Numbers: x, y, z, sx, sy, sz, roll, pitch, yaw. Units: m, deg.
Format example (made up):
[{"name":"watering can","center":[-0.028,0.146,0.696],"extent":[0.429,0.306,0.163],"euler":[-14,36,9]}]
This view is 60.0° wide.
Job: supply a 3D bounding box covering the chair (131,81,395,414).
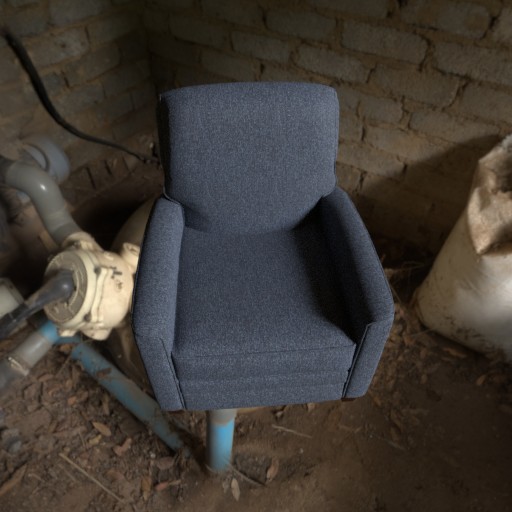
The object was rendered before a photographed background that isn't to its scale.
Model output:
[{"name":"chair","center":[0.000,0.000,1.677],"extent":[0.839,1.016,0.850],"euler":[-3,46,-3]}]
